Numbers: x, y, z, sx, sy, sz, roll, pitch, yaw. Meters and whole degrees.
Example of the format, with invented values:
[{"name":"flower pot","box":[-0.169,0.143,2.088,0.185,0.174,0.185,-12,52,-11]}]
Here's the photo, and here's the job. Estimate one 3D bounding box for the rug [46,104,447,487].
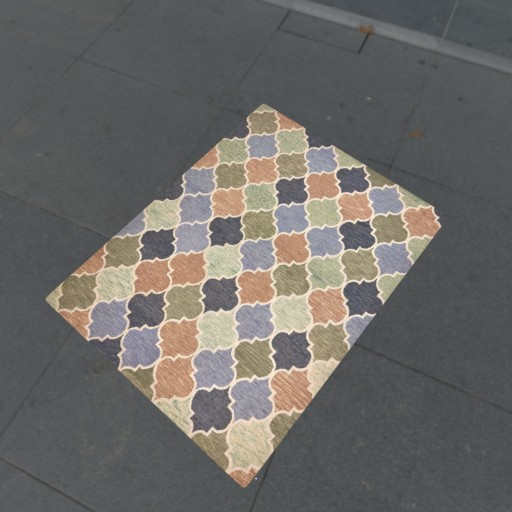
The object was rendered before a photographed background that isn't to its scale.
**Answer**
[{"name":"rug","box":[0.000,0.000,4.310,2.439,0.013,3.200,37,69,17]}]
